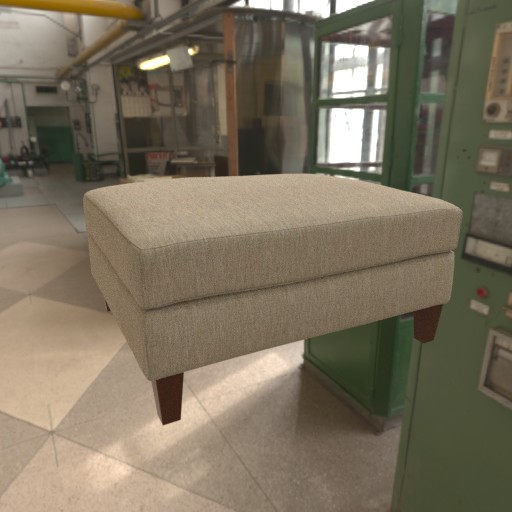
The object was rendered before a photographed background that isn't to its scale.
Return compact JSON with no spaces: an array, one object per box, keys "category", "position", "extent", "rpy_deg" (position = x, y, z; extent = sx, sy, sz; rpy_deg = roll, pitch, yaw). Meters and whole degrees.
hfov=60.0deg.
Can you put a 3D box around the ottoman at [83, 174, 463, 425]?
[{"category":"ottoman","position":[0.000,0.000,1.485],"extent":[0.976,0.492,0.836],"rpy_deg":[-9,19,-26]}]
